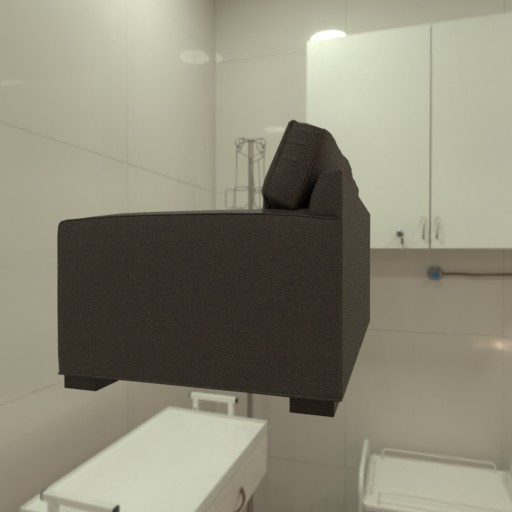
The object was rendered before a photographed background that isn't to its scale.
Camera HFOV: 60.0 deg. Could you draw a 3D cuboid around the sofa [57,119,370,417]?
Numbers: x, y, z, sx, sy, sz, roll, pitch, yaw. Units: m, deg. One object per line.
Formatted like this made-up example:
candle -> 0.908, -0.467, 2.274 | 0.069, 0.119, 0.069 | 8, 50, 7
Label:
sofa -> 0.000, 0.000, 2.094 | 0.974, 0.887, 1.534 | 0, 1, 17
